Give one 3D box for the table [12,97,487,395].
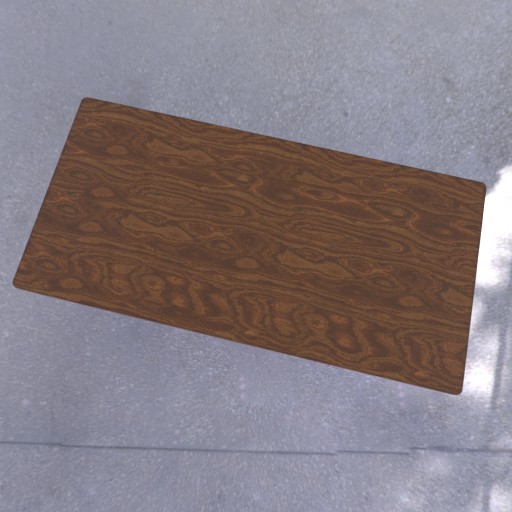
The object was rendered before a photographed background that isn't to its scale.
[{"bbox_3d":[0.000,0.000,2.176,1.791,0.753,0.883,13,76,3],"label":"table"}]
